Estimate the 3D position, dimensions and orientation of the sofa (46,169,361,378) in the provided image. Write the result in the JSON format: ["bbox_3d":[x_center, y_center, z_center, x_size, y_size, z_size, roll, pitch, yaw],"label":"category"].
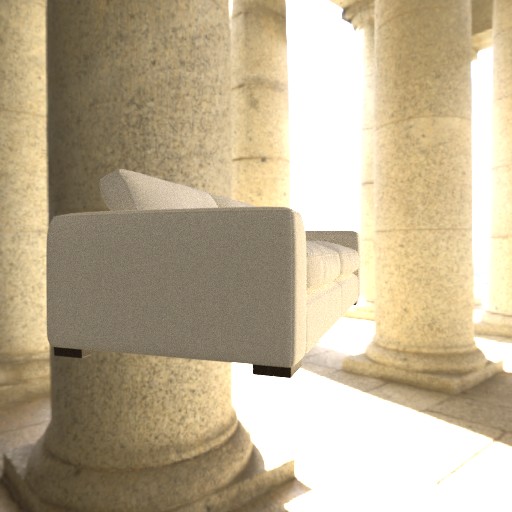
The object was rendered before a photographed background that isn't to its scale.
[{"bbox_3d":[0.000,0.000,2.688,1.070,0.801,2.262,0,1,19],"label":"sofa"}]
